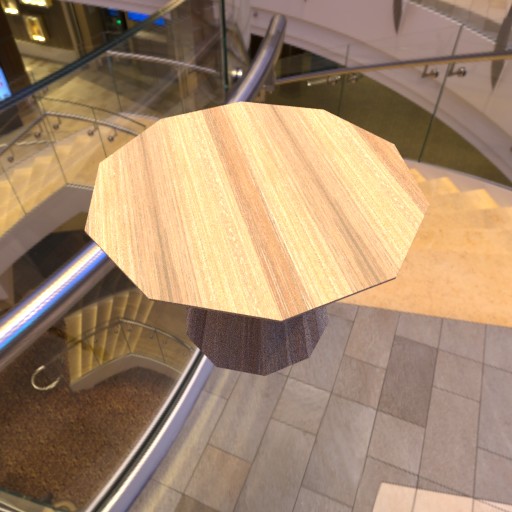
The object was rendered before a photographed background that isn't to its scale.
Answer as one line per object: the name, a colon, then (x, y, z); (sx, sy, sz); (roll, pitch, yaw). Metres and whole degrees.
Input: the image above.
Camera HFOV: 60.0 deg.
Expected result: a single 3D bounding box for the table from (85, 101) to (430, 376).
table: (0.000, 0.000, 1.838); (1.186, 0.752, 1.186); (0, 47, 0)
